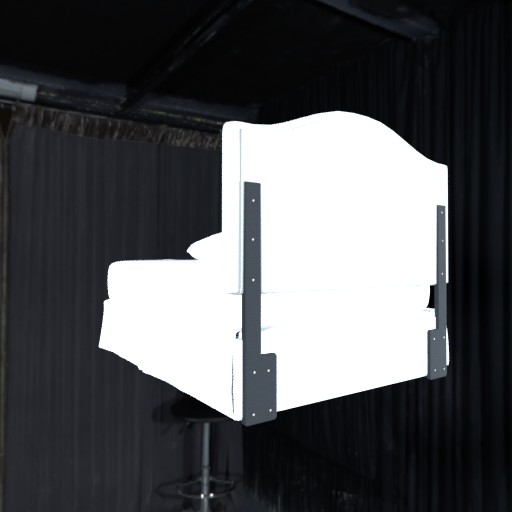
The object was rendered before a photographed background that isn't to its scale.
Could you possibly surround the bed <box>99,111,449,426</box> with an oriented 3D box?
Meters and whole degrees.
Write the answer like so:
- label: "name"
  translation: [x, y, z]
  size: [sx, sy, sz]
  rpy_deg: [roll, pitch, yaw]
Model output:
- label: "bed"
  translation: [0.000, 0.000, 3.408]
  size: [1.813, 1.607, 2.180]
  rpy_deg: [0, -1, -35]
